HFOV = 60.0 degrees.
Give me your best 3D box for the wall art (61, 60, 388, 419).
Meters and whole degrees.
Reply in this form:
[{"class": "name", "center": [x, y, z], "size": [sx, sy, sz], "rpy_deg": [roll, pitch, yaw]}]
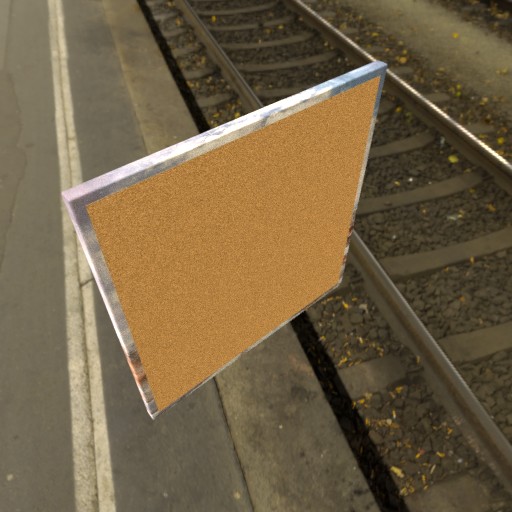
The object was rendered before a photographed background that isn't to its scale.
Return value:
[{"class": "wall art", "center": [0.000, 0.000, 1.305], "size": [0.888, 0.897, 0.035], "rpy_deg": [-31, 54, -27]}]
